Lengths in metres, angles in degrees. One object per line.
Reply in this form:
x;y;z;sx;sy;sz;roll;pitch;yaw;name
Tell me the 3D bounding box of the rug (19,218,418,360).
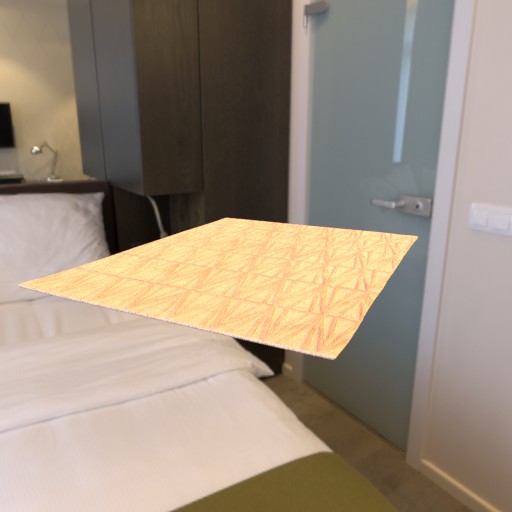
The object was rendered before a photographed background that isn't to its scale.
0.000;0.000;4.082;2.453;0.043;3.052;8;17;26;rug
